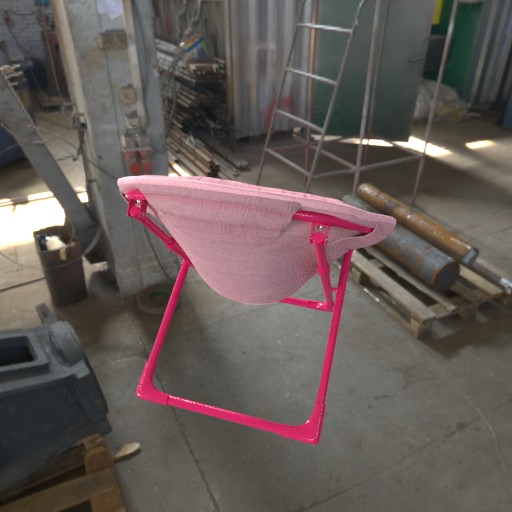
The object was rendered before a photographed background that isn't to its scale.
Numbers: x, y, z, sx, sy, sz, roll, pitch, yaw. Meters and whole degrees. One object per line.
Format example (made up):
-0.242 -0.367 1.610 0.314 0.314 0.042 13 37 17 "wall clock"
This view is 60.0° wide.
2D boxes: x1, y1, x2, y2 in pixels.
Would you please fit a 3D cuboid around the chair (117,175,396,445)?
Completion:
0.000 0.000 0.917 0.522 0.494 0.459 9 33 15 "chair"
